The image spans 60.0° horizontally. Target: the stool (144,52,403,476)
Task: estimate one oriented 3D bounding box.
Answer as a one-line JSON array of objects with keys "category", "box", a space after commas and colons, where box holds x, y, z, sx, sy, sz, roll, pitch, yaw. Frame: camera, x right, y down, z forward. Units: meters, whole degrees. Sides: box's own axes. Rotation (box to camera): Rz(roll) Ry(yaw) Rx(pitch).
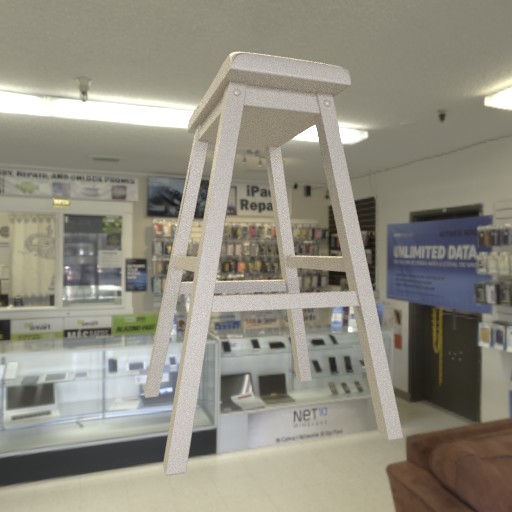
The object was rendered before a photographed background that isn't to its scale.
[{"category": "stool", "box": [0.000, 0.000, 1.035, 0.476, 0.737, 0.457, 0, 1, -19]}]
